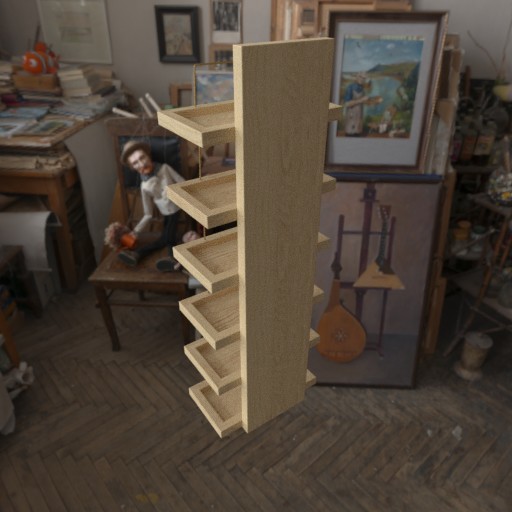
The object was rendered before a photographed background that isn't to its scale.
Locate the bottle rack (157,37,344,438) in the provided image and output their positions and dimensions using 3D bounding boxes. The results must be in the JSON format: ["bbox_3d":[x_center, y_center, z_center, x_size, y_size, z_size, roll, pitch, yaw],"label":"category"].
[{"bbox_3d":[0.000,0.000,1.059,0.330,0.943,0.206,-20,37,-29],"label":"bottle rack"}]
